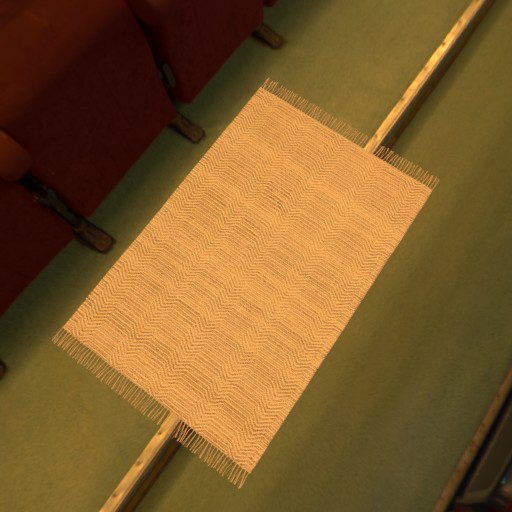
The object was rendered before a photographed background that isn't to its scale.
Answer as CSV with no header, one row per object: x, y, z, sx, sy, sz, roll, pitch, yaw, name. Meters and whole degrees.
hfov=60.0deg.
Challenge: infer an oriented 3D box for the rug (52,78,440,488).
0.000,0.000,2.457,1.224,0.027,2.021,34,76,9,rug
